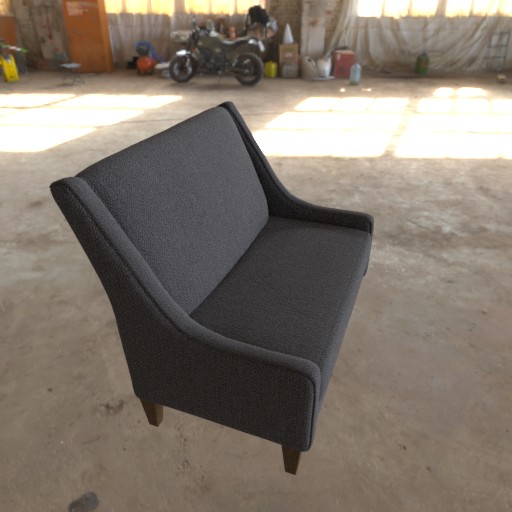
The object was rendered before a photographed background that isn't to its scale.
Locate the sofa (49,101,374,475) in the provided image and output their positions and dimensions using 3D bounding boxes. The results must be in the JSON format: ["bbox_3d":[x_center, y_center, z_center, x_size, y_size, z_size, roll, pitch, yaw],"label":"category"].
[{"bbox_3d":[0.000,0.000,1.913,0.873,1.022,1.242,11,33,18],"label":"sofa"}]
